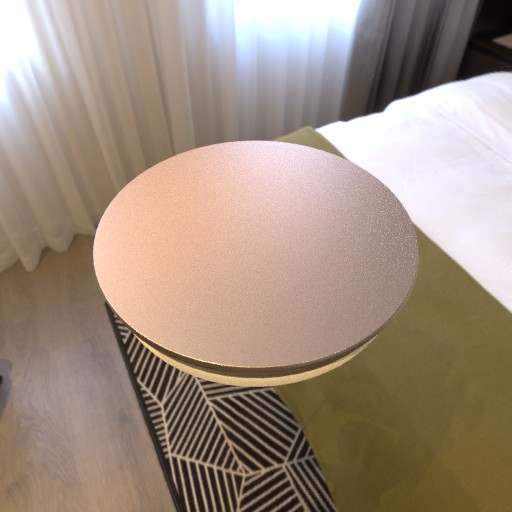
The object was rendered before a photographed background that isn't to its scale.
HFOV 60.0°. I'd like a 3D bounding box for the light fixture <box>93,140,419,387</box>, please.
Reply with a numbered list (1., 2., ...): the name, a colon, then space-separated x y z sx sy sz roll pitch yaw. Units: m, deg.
1. light fixture: 0.000 0.000 0.549 0.368 0.100 0.368 0 46 0
